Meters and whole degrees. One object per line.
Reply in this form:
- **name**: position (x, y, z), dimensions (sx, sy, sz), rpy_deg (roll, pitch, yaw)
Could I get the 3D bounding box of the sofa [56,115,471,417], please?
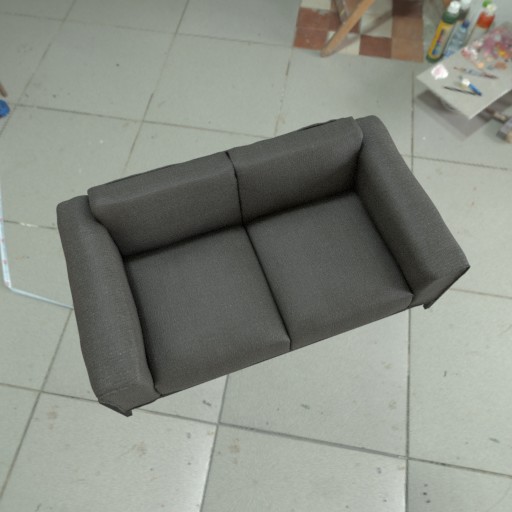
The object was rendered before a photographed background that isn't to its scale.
- **sofa**: position (0.000, 0.000, 2.192), dimensions (1.690, 0.656, 0.960), rpy_deg (-18, 65, -9)
